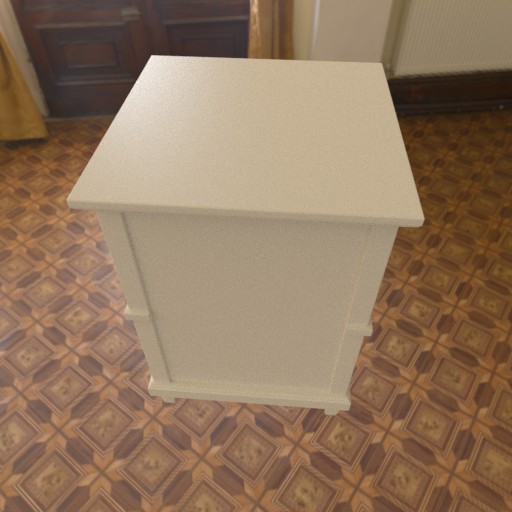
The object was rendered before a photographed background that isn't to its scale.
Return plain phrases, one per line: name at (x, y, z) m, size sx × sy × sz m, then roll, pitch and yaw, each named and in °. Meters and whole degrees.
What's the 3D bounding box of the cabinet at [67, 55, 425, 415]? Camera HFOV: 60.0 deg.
cabinet at (0.000, 0.000, 1.136) m, size 0.544 × 0.775 × 0.547 m, roll 3°, pitch 46°, yaw 3°
